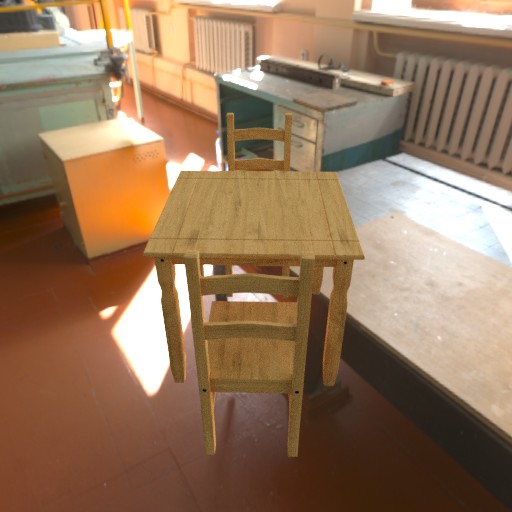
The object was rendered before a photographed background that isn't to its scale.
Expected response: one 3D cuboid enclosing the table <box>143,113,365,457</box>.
[{"bbox_3d":[0.000,0.000,2.104,0.813,0.942,1.501,1,33,1],"label":"table"}]
